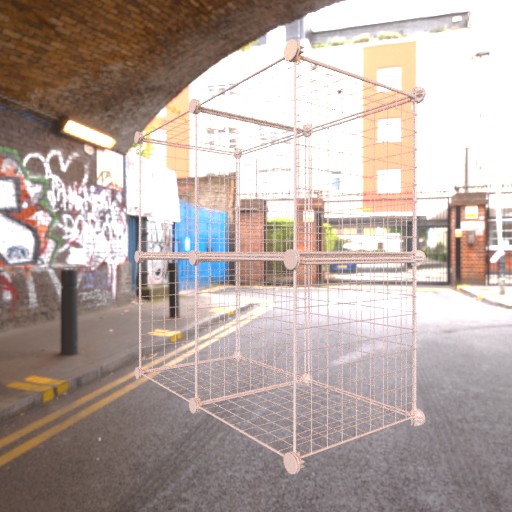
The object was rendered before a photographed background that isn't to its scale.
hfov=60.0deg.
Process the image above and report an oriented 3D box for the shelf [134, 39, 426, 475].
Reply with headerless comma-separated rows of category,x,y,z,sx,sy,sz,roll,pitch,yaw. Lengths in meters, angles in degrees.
shelf,0.000,0.000,1.105,0.356,0.711,0.711,0,0,-36
